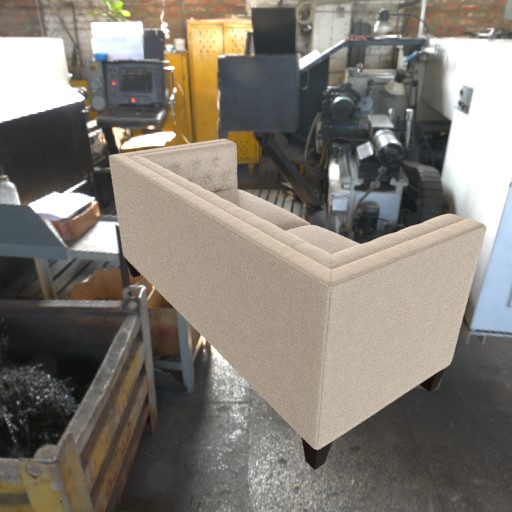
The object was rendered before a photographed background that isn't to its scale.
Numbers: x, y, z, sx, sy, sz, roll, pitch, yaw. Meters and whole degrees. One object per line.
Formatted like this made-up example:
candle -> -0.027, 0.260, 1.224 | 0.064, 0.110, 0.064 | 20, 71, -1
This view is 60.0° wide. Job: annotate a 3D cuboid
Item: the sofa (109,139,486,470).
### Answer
sofa -> 0.000, 0.000, 2.192 | 0.775, 0.762, 1.778 | -18, 32, -31
